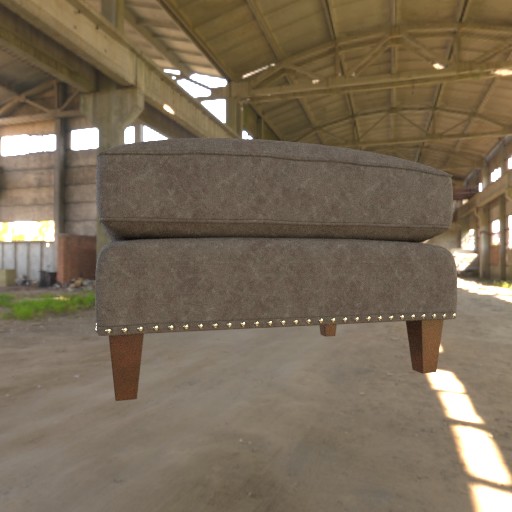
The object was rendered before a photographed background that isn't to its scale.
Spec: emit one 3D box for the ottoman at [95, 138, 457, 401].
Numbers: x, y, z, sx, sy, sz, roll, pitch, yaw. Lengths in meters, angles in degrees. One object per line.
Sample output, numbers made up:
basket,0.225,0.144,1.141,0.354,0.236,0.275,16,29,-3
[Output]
ottoman,0.000,0.000,1.120,0.741,0.513,0.584,0,0,-17
